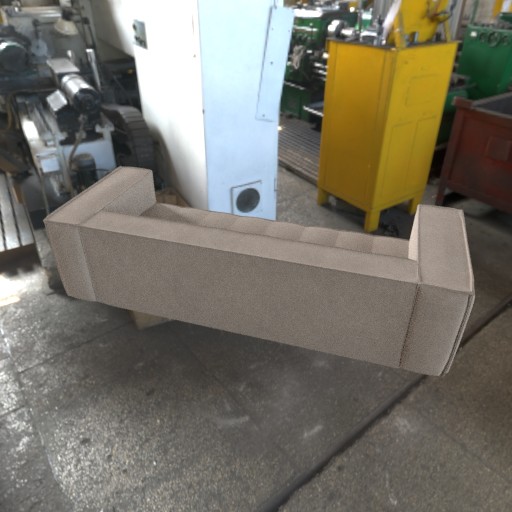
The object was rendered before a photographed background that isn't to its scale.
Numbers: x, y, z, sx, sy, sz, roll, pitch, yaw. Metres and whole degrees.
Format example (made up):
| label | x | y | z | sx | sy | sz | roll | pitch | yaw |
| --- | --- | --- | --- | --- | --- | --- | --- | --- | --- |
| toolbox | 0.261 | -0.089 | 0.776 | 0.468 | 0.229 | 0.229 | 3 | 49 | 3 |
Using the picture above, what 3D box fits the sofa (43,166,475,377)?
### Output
| label | x | y | z | sx | sy | sz | roll | pitch | yaw |
| --- | --- | --- | --- | --- | --- | --- | --- | --- | --- |
| sofa | 0.000 | 0.000 | 3.144 | 2.697 | 0.680 | 1.038 | 10 | 35 | 14 |
